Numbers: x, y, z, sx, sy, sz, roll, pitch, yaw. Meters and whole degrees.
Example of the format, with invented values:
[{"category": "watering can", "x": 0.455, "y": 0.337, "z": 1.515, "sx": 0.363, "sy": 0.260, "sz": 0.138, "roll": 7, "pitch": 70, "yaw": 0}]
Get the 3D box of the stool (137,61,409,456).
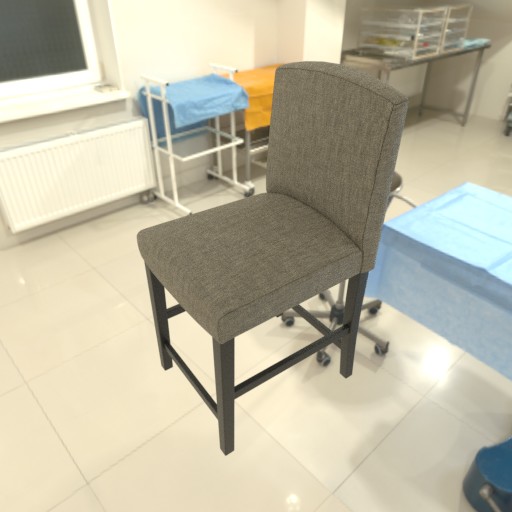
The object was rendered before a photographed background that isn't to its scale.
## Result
[{"category": "stool", "x": 0.000, "y": 0.000, "z": 1.263, "sx": 0.552, "sy": 0.966, "sz": 0.451, "roll": -22, "pitch": 40, "yaw": -29}]
